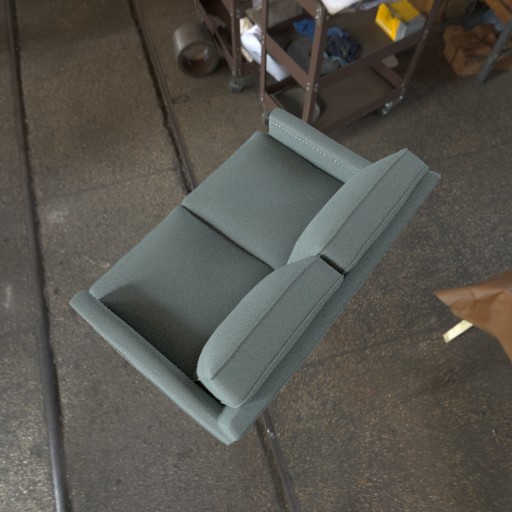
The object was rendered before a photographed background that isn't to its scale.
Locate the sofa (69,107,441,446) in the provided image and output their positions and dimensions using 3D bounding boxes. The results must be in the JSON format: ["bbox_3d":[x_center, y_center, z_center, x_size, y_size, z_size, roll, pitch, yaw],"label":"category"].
[{"bbox_3d":[0.000,0.000,2.299,1.084,1.003,1.597,36,69,17],"label":"sofa"}]
